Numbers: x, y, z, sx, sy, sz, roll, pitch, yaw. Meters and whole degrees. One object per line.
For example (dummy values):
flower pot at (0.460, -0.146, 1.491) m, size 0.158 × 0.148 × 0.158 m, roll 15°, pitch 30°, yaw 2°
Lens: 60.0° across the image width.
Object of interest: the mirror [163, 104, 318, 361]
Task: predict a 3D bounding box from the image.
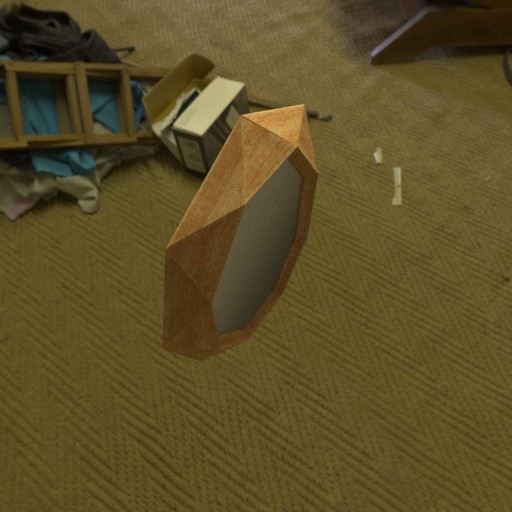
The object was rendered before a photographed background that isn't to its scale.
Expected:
mirror at (0.000, 0.000, 1.010) m, size 0.070 × 0.774 × 0.577 m, roll 30°, pitch 63°, yaw 18°
